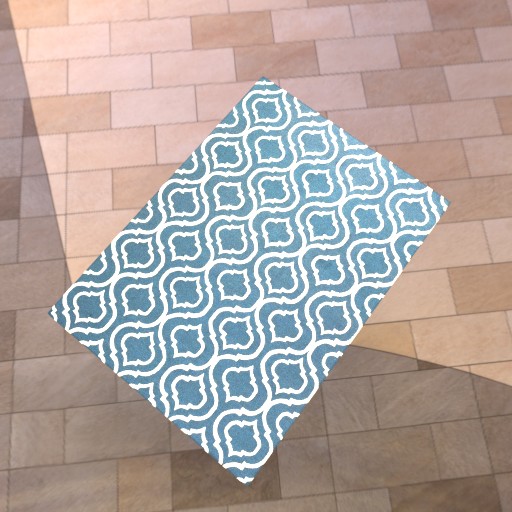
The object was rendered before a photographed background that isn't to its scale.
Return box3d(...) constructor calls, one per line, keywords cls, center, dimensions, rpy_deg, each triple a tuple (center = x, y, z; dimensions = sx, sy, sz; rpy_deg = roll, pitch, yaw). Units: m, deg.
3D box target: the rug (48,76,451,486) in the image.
box3d(cls="rug", center=(0.000, 0.000, 4.377), dimensions=(2.438, 0.010, 3.353), rpy_deg=(37, 78, 9))
